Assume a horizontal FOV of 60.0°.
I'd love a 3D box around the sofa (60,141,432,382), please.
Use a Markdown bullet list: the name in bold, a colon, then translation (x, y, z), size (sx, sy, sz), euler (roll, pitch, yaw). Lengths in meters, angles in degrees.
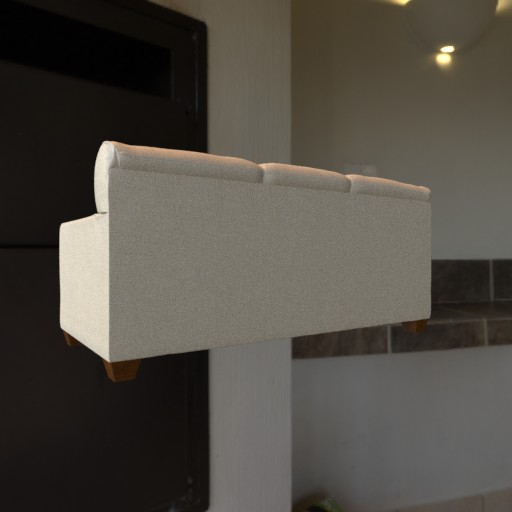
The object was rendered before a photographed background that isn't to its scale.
- **sofa**: translation (0.000, 0.000, 2.613), size (2.024, 0.958, 0.997), euler (0, 1, -34)
